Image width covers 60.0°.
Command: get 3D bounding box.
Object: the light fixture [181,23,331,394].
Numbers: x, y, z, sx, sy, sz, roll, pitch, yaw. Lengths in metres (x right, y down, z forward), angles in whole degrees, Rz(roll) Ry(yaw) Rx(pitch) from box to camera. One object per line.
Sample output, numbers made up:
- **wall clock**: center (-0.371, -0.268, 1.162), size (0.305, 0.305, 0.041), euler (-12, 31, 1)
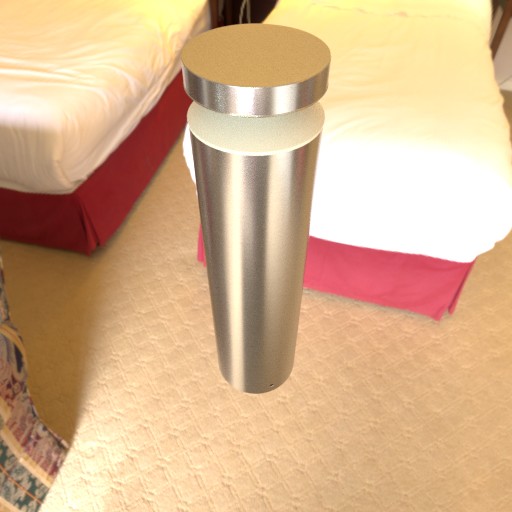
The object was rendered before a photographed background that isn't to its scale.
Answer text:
- **light fixture**: center (0.000, 0.000, 0.442), size (0.102, 0.400, 0.102), euler (-17, 49, -15)
